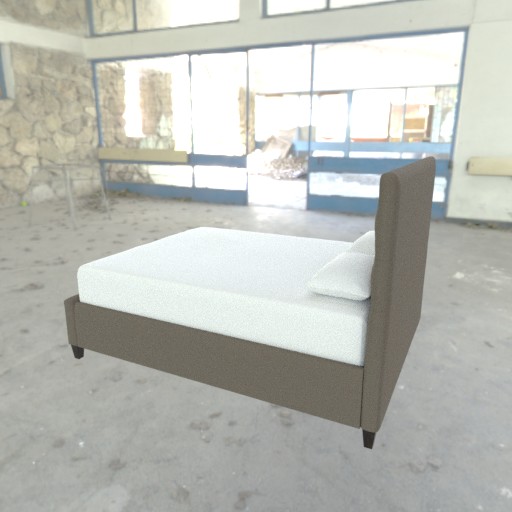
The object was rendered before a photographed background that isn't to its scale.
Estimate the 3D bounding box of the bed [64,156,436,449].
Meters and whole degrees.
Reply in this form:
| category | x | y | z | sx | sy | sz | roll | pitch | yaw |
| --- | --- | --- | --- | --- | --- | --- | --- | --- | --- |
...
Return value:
| category | x | y | z | sx | sy | sz | roll | pitch | yaw |
| --- | --- | --- | --- | --- | --- | --- | --- | --- | --- |
| bed | 0.000 | 0.000 | 3.299 | 2.233 | 1.426 | 1.696 | 8 | 17 | 26 |
